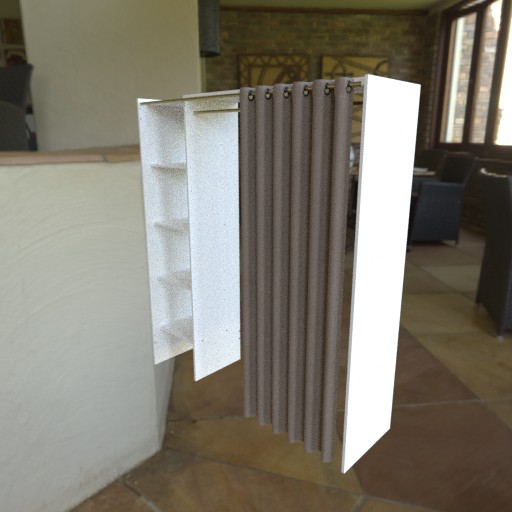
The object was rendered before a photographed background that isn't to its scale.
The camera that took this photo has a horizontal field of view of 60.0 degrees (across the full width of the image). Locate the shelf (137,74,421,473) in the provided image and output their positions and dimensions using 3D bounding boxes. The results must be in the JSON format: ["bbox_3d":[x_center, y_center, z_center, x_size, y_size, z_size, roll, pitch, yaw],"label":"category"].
[{"bbox_3d":[0.000,0.000,2.616,1.600,1.820,0.500,13,20,41],"label":"shelf"}]
